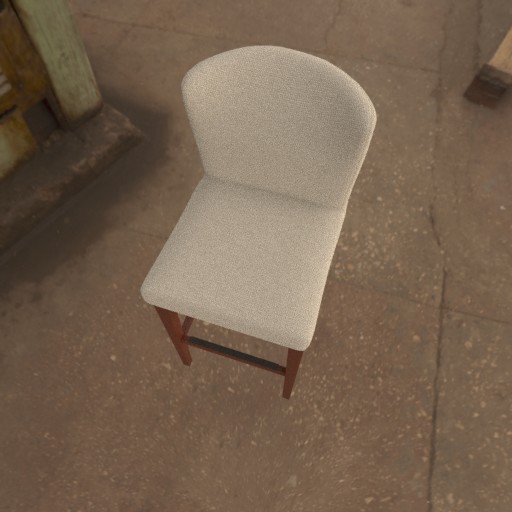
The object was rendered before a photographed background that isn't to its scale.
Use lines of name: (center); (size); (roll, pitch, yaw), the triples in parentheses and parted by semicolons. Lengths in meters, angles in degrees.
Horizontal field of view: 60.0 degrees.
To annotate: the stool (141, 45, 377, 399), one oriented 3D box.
stool: (0.000, 0.000, 1.387); (0.481, 1.069, 0.568); (16, 60, 9)
